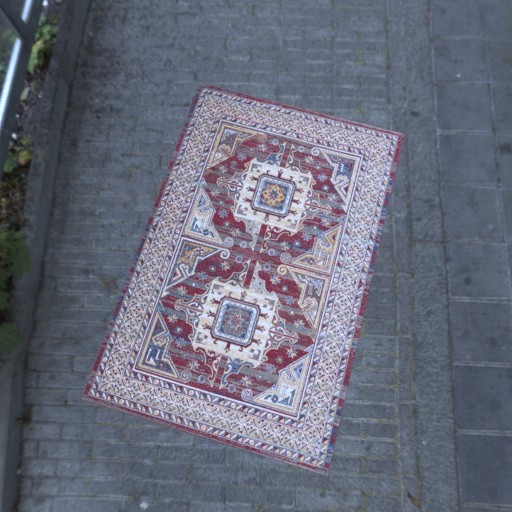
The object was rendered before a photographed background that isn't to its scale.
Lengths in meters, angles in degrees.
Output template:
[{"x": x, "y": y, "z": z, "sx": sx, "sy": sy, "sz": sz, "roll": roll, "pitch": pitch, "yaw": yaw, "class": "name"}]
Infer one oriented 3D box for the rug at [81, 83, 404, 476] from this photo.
[{"x": 0.000, "y": 0.000, "z": 5.776, "sx": 3.033, "sy": 0.033, "sz": 4.578, "roll": 16, "pitch": 75, "yaw": 4, "class": "rug"}]
